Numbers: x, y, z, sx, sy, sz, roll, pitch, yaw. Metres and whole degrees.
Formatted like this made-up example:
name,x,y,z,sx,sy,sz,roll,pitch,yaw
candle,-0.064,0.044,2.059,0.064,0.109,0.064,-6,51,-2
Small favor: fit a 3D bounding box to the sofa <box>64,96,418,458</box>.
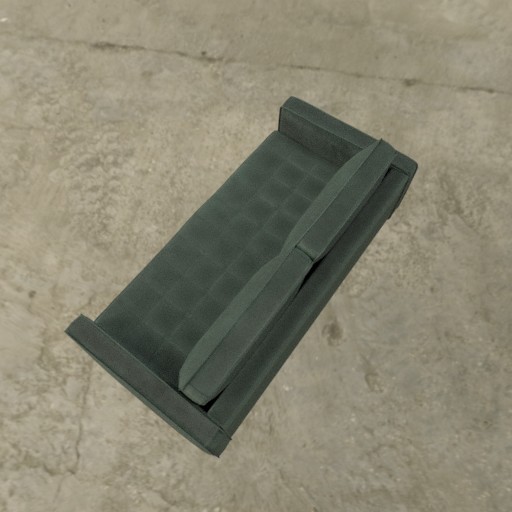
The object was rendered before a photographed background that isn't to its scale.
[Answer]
name,x,y,z,sx,sy,sz,roll,pitch,yaw
sofa,0.000,0.000,2.358,0.886,0.781,1.816,34,68,15
